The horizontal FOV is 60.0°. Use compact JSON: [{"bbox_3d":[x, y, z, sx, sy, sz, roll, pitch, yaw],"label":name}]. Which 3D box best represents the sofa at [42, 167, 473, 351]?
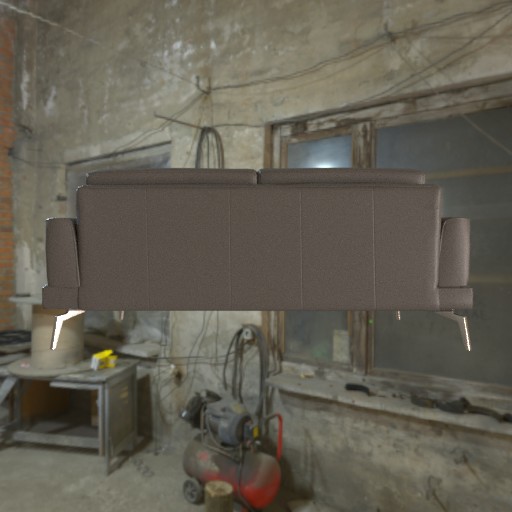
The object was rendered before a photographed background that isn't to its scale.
[{"bbox_3d":[0.000,0.000,2.701,2.177,0.930,1.121,0,0,1],"label":"sofa"}]
